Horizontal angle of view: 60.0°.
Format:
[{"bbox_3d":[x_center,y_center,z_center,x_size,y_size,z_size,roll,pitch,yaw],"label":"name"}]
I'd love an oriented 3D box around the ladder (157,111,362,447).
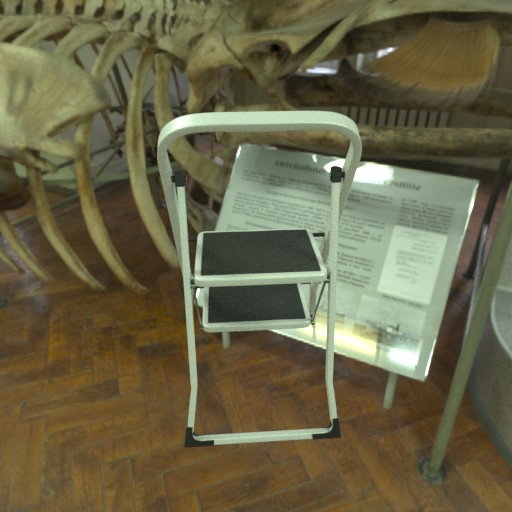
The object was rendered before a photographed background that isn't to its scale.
[{"bbox_3d":[0.000,0.000,1.171,0.460,0.810,0.544,-2,31,-4],"label":"ladder"}]
